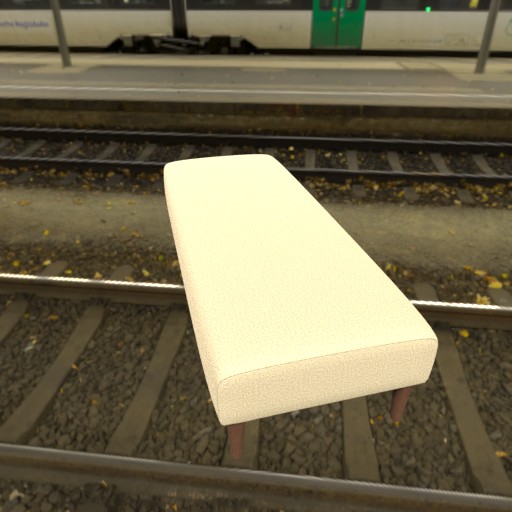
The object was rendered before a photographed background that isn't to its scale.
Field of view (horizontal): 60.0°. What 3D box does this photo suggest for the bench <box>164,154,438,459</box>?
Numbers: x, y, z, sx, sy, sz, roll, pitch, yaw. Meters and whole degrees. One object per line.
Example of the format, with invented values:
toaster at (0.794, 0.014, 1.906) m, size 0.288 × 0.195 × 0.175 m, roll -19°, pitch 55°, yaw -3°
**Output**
bench at (0.000, 0.000, 1.866) m, size 0.646 × 0.393 × 1.609 m, roll -8°, pitch 31°, yaw -13°
